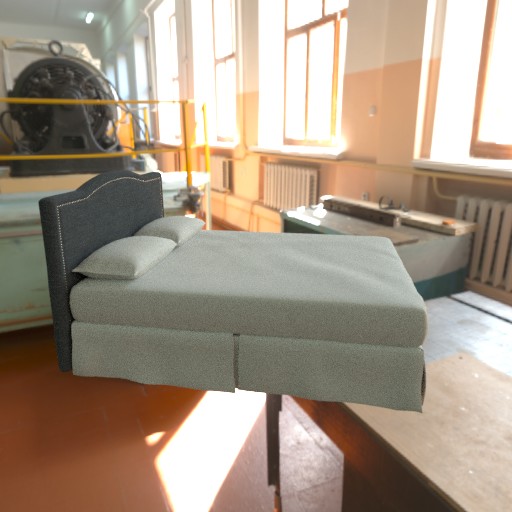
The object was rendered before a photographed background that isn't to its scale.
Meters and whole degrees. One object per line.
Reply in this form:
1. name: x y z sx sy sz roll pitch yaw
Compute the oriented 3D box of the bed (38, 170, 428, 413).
1. bed: 0.000 0.000 3.938 2.689 1.457 2.161 3 16 9
